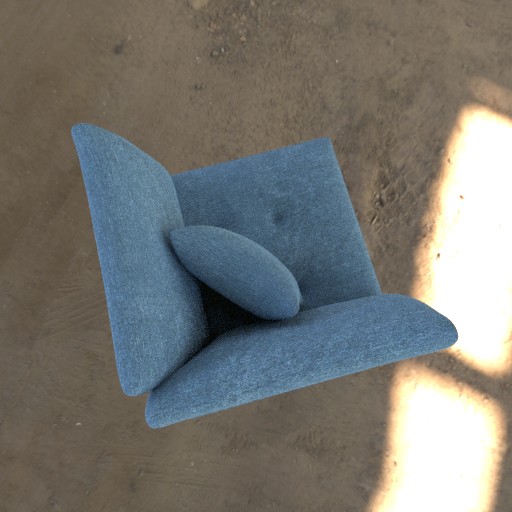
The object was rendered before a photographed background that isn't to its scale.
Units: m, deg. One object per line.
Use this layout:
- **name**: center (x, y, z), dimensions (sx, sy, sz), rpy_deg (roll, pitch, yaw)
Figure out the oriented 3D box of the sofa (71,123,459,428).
- **sofa**: center (0.000, 0.000, 1.735), dimensions (1.000, 0.820, 1.000), rpy_deg (-15, 77, -3)
